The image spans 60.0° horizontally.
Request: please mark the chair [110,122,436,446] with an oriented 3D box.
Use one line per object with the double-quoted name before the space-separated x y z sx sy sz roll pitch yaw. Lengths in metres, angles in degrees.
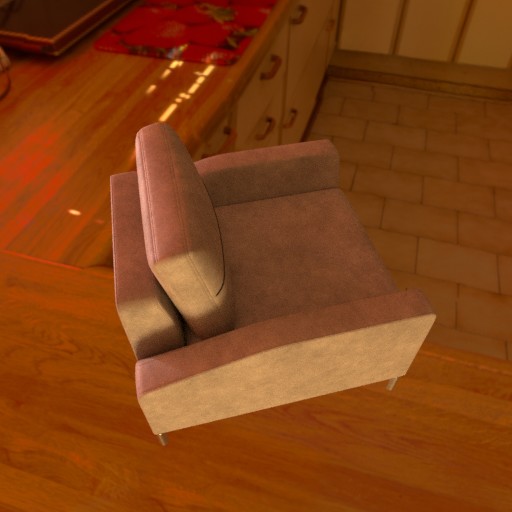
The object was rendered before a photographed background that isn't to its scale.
"chair" 0.000 0.000 1.576 0.900 0.800 0.900 -10 50 -9
